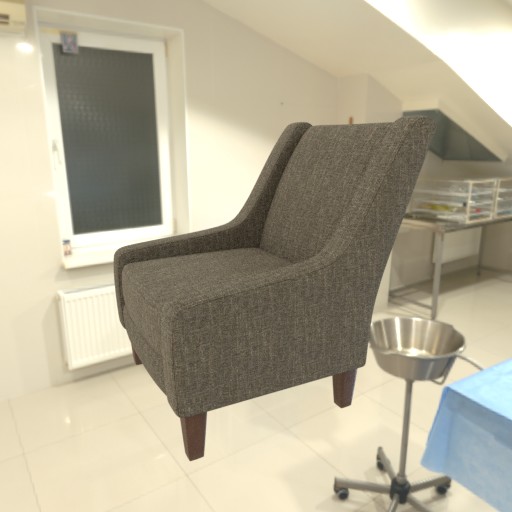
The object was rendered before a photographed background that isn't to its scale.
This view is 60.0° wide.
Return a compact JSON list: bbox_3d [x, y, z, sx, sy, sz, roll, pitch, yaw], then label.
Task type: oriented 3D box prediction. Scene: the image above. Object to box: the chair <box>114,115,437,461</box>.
[{"bbox_3d":[0.000,0.000,1.690,0.944,1.012,0.793,-8,17,-27],"label":"chair"}]
